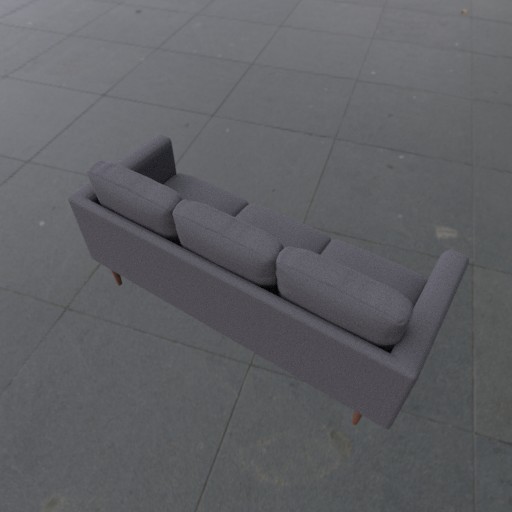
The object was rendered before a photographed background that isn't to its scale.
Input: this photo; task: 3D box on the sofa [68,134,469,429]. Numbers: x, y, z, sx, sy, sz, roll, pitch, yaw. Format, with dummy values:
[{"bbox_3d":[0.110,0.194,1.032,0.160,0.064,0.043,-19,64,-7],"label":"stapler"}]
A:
[{"bbox_3d":[0.000,0.000,2.505,2.029,0.912,0.802,26,52,22],"label":"sofa"}]
